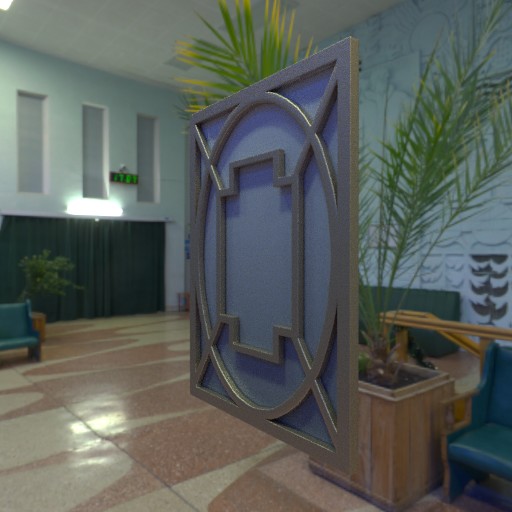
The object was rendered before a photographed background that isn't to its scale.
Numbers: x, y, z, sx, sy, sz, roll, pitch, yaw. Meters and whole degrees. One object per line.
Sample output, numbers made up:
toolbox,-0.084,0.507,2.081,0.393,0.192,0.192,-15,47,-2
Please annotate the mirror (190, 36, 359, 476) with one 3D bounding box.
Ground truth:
mirror,0.000,0.000,1.339,0.032,1.023,0.756,0,1,-38
